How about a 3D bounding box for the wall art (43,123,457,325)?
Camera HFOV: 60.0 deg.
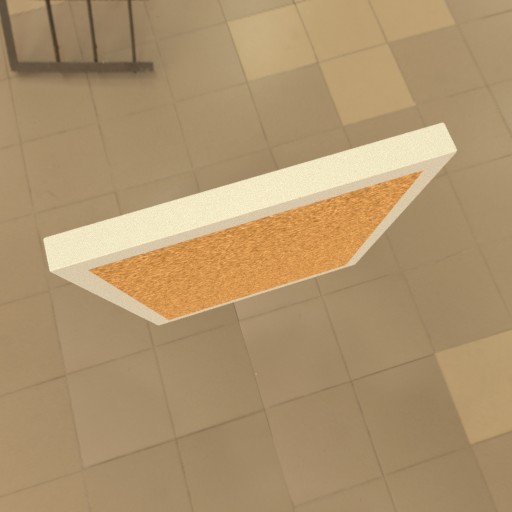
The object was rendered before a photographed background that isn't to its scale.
[{"bbox_3d":[0.000,0.000,0.529,0.331,0.381,0.028,-17,76,-4],"label":"wall art"}]
